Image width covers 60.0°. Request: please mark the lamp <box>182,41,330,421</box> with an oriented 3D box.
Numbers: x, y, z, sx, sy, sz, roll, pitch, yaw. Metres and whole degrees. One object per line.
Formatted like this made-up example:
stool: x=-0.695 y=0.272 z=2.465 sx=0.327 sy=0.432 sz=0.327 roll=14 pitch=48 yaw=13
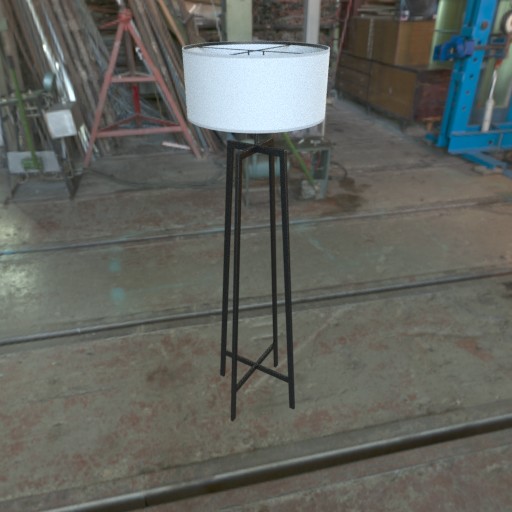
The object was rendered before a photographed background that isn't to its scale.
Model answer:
lamp: x=0.000 y=0.000 z=1.765 sx=0.457 sy=1.510 sz=0.456 roll=17 pitch=34 yaw=27
